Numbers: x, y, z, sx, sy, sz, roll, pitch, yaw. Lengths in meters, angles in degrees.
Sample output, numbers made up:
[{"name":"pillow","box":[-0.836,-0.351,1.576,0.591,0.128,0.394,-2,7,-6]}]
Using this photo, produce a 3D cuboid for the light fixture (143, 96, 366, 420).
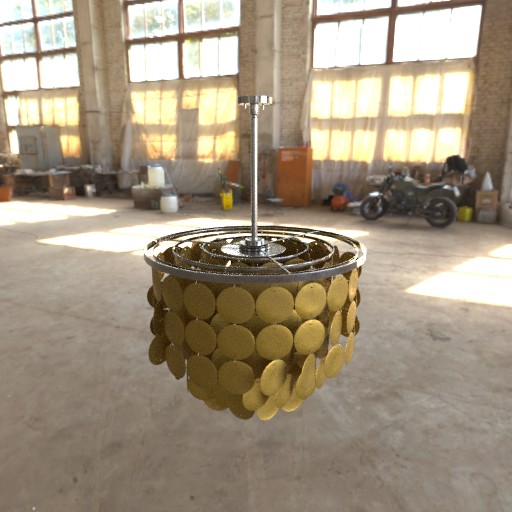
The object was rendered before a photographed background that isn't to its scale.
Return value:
[{"name":"light fixture","box":[0.000,0.000,0.729,0.368,0.492,0.368,0,14,0]}]
